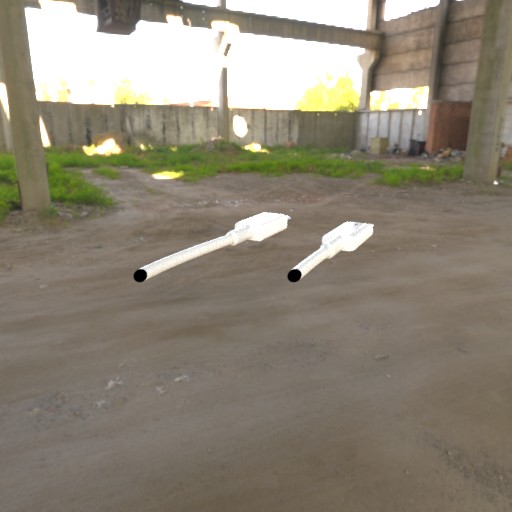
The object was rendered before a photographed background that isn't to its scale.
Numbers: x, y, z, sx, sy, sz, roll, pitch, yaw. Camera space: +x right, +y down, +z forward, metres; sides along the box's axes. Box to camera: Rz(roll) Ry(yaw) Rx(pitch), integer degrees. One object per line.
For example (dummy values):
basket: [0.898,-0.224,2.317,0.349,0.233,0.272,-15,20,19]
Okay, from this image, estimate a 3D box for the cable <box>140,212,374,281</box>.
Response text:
cable: [0.000,0.000,0.115,0.040,0.006,0.098,8,18,26]
